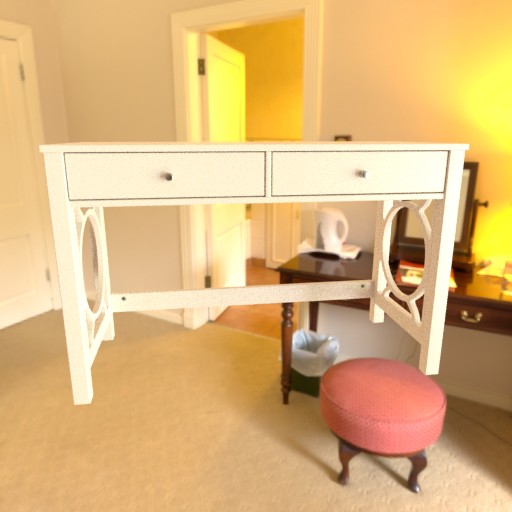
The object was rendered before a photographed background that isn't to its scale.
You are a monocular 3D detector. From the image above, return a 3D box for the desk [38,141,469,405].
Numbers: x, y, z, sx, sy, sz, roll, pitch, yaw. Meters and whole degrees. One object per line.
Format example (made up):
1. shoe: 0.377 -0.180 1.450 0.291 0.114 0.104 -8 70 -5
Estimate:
1. desk: 0.000 0.000 1.540 1.191 0.762 0.504 -2 15 -8
